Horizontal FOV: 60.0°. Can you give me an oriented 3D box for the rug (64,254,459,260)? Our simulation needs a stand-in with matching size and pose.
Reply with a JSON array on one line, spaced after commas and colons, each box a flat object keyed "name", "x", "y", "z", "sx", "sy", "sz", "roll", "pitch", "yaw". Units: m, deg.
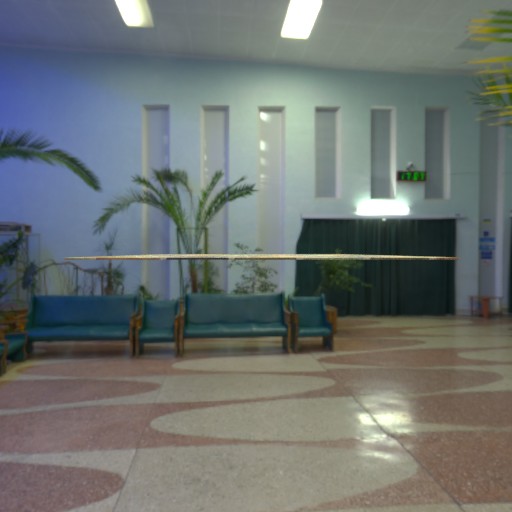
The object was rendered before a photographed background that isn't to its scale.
[{"name": "rug", "x": 0.000, "y": 0.000, "z": 4.298, "sx": 2.439, "sy": 0.013, "sz": 3.200, "roll": 0, "pitch": 1, "yaw": -2}]
